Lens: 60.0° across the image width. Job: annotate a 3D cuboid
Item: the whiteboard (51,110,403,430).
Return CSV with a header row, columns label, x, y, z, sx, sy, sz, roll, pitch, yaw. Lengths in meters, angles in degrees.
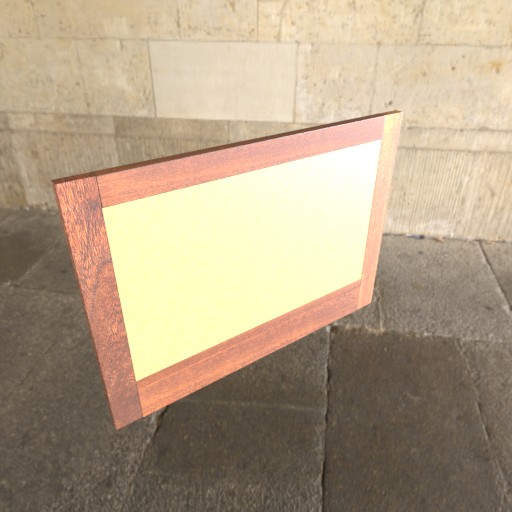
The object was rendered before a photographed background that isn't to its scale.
label,x,y,z,sx,sy,sz,roll,pitch,yaw
whiteboard,0.000,0.000,1.020,0.783,0.559,0.083,-20,36,-29
